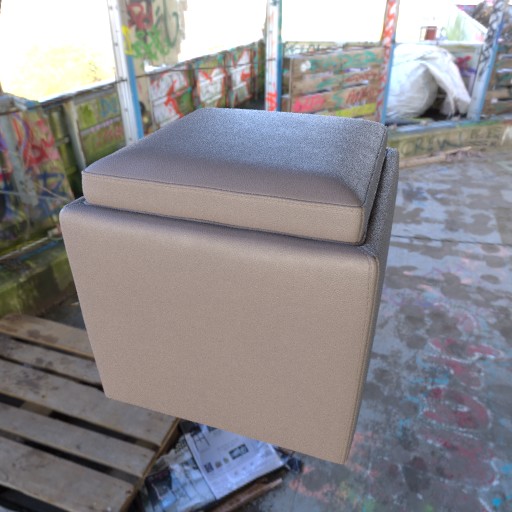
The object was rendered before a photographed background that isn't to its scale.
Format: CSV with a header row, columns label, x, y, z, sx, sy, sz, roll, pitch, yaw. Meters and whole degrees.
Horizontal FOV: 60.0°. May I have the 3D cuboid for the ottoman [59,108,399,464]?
label,x,y,z,sx,sy,sz,roll,pitch,yaw
ottoman,0.000,0.000,0.805,0.451,0.460,0.450,10,32,16
